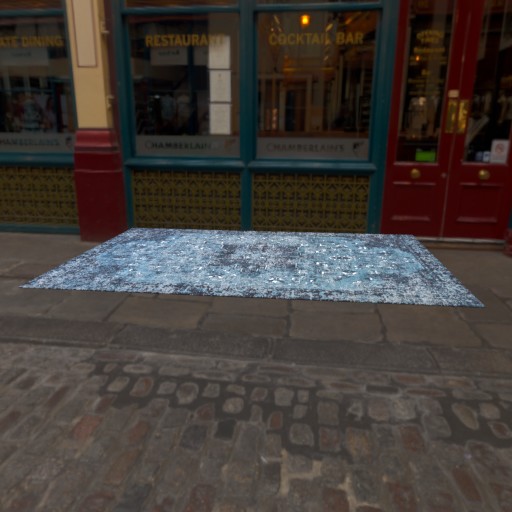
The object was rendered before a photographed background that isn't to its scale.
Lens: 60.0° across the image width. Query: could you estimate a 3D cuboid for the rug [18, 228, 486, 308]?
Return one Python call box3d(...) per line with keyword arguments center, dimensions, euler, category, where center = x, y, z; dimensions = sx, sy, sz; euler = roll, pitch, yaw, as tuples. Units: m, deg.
box3d(center=(0.000, 0.000, 2.298), dimensions=(1.828, 0.005, 1.219), euler=(2, 15, 7), category="rug")
